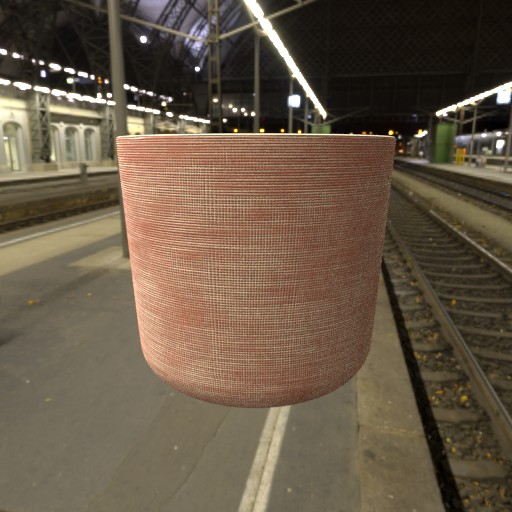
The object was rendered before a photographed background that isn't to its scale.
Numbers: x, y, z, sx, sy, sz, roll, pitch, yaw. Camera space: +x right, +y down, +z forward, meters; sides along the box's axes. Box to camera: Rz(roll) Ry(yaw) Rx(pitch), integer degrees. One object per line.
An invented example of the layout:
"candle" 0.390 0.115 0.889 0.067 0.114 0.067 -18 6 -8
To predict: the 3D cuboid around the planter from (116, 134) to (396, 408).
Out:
"planter" 0.000 0.000 0.775 0.440 0.398 0.440 0 14 0
